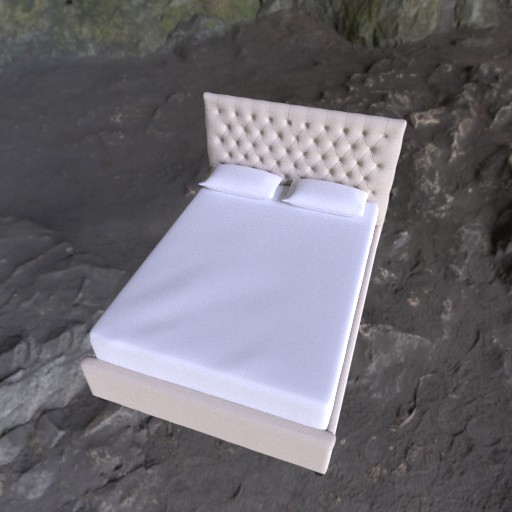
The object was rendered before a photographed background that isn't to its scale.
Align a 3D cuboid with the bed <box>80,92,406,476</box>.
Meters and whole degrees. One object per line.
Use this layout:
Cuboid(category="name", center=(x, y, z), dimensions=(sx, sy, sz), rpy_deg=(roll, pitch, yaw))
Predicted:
Cuboid(category="bed", center=(0.000, 0.000, 3.280), dimensions=(1.696, 1.426, 2.233), rpy_deg=(13, 44, 14))
